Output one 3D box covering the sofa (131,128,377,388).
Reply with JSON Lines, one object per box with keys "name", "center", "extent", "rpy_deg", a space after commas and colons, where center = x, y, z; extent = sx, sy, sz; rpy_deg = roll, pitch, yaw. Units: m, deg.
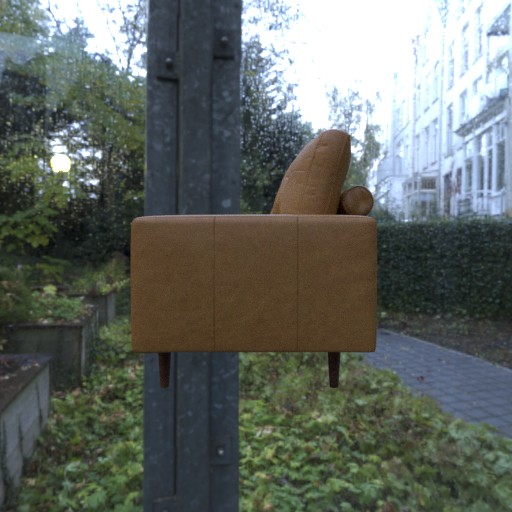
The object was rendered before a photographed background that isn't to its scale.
{"name": "sofa", "center": [0.000, 0.000, 2.287], "extent": [0.850, 0.898, 1.821], "rpy_deg": [0, 1, 0]}
